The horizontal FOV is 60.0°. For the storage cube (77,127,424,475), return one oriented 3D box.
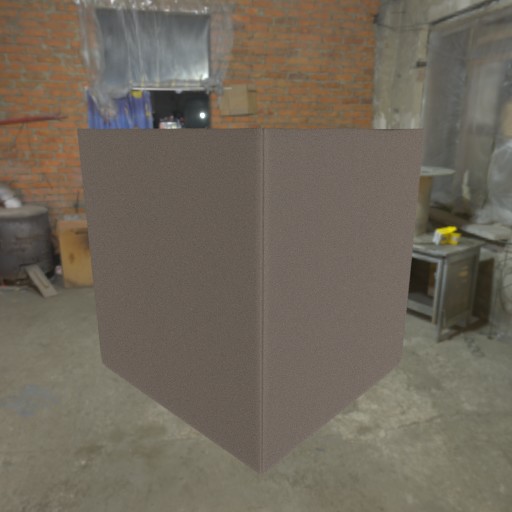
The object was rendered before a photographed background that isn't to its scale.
[{"bbox_3d":[0.000,0.000,0.506,0.270,0.280,0.270,14,21,41],"label":"storage cube"}]
